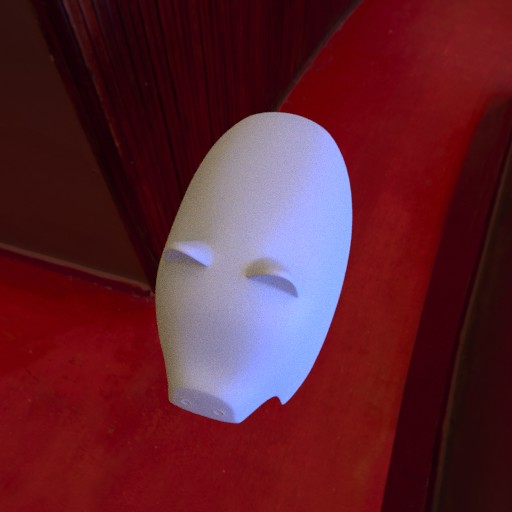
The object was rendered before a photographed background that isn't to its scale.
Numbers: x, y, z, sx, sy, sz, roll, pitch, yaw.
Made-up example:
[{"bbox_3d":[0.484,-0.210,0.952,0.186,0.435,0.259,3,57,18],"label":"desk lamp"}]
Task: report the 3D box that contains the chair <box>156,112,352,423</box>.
[{"bbox_3d":[0.000,0.000,0.873,0.364,0.423,0.619,14,59,9],"label":"chair"}]
